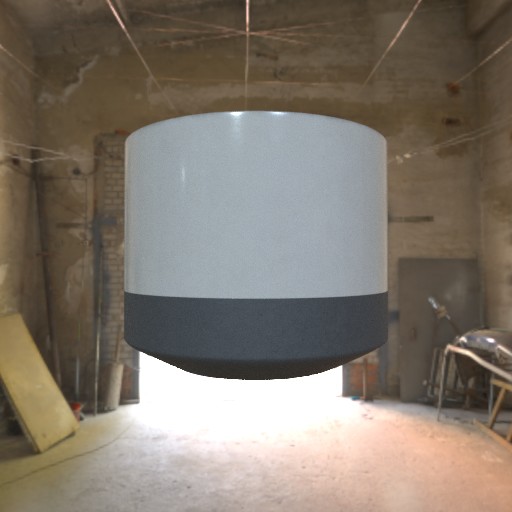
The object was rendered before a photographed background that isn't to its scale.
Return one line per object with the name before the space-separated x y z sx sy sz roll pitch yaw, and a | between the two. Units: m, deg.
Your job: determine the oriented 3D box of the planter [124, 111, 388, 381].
planter | 0.000 0.000 0.225 0.128 0.105 0.128 0 -1 0
